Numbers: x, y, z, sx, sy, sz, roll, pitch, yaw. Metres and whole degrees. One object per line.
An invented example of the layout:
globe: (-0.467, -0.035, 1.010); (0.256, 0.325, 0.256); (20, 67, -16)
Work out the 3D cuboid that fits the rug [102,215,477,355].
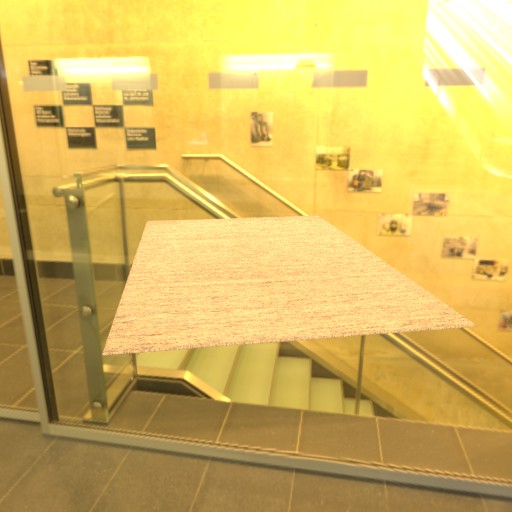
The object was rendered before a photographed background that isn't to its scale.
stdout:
rug: (0.000, 0.000, 2.281); (1.225, 0.013, 1.840); (-3, 17, -9)
